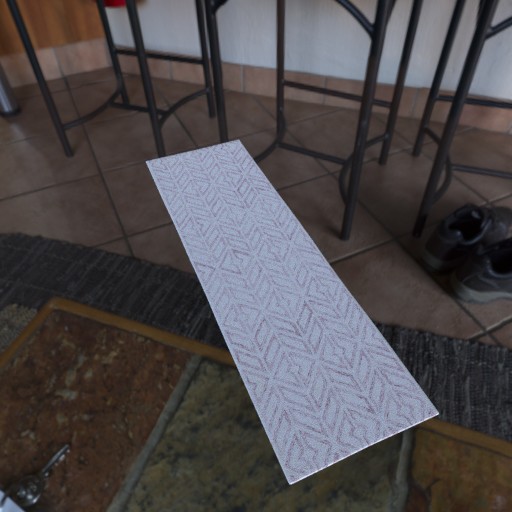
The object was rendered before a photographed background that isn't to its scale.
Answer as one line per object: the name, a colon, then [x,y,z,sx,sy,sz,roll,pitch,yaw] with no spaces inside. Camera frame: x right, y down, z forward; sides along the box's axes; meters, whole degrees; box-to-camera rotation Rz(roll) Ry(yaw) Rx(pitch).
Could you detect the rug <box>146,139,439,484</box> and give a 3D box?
rug: [0.000,0.000,2.657,0.750,0.009,2.435,-17,49,-16]
